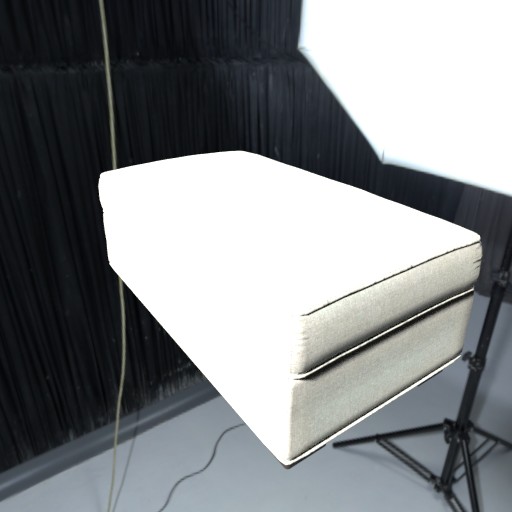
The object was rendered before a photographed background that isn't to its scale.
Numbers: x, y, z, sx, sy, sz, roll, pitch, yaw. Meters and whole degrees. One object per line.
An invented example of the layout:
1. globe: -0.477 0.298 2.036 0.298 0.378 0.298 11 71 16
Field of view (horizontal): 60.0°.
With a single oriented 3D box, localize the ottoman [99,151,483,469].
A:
1. ottoman: 0.000 0.000 1.374 0.617 0.448 1.097 -17 31 -31
